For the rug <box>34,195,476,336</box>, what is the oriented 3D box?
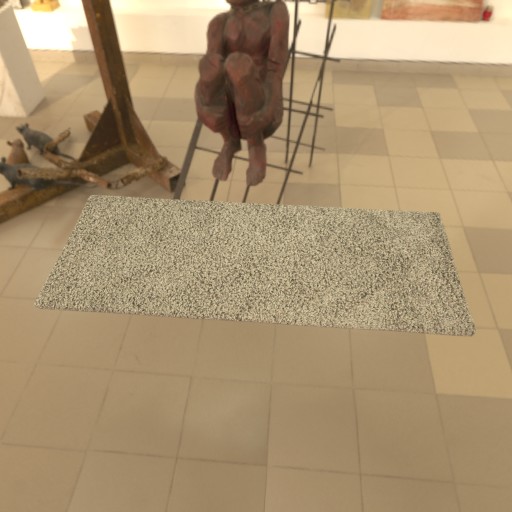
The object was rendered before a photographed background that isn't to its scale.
[{"bbox_3d":[0.000,0.000,1.726,1.524,0.030,0.609,3,47,3],"label":"rug"}]
